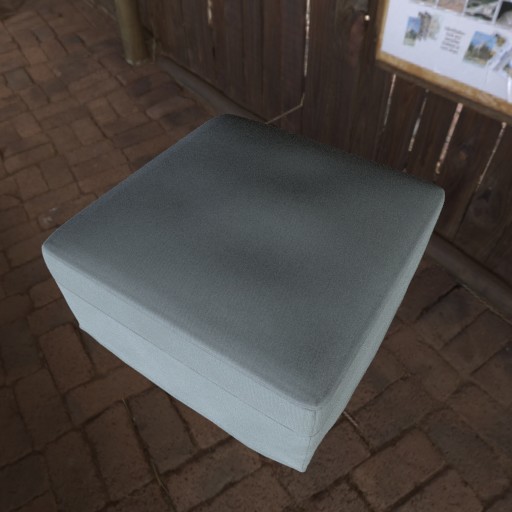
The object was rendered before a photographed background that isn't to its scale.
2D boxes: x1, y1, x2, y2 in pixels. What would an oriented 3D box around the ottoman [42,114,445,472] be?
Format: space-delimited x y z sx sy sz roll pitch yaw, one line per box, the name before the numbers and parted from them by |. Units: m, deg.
ottoman | 0.000 0.000 1.339 0.842 0.441 0.843 26 52 22
